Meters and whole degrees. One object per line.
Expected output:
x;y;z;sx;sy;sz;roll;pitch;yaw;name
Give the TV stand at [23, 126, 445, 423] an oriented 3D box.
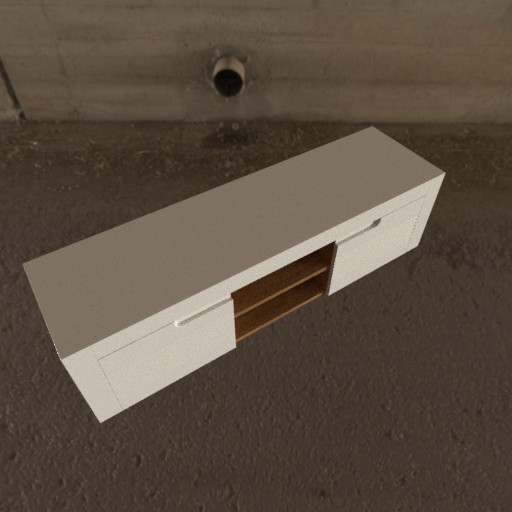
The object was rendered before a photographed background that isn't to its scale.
0.000;0.000;1.728;1.500;0.440;0.410;-26;52;-22;TV stand
